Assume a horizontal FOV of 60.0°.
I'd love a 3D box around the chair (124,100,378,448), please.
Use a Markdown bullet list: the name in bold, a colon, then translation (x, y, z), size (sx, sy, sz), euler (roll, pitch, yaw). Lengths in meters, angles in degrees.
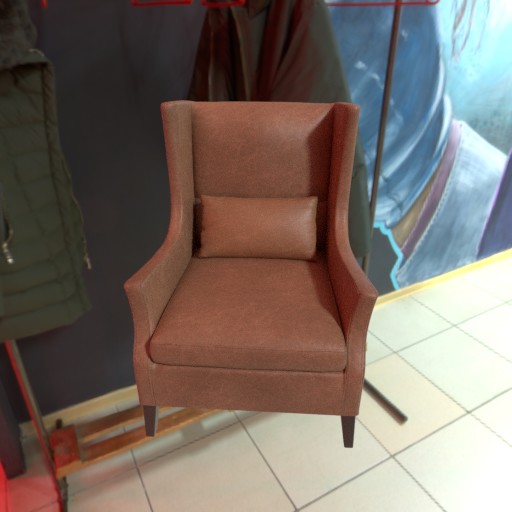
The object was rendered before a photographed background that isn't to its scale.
- **chair**: translation (0.000, 0.000, 1.736), size (0.815, 1.088, 0.913), euler (2, 29, 3)
